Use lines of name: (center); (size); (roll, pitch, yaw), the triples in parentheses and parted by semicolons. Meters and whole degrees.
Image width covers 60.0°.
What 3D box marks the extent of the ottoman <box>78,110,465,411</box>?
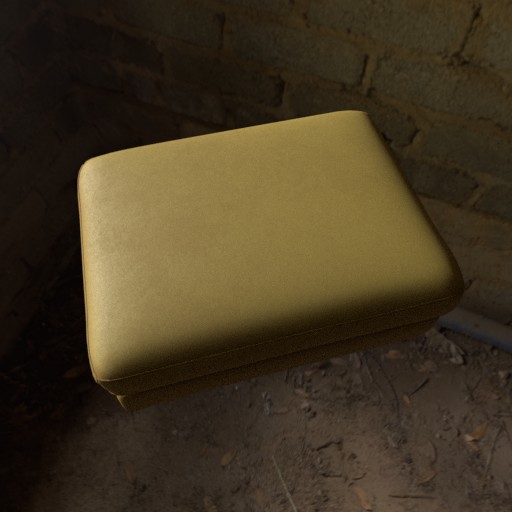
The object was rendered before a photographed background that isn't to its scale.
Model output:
ottoman: (0.000, 0.000, 1.161); (0.811, 0.449, 0.608); (-12, 59, -7)
